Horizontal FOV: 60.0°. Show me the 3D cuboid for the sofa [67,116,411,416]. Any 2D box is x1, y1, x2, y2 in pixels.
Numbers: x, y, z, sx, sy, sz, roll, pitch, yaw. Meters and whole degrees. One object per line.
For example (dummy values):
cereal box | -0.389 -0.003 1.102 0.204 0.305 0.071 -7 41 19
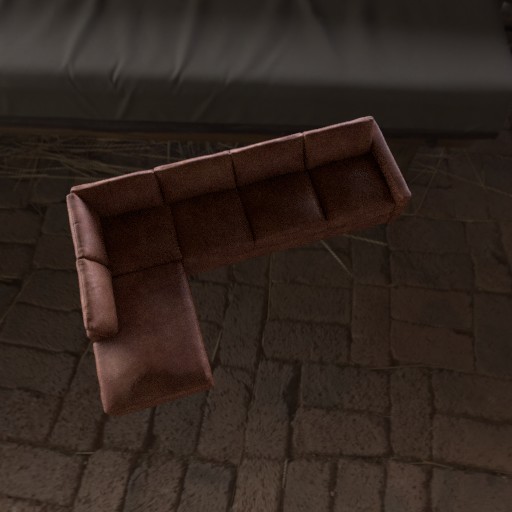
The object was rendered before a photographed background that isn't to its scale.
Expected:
sofa | 0.000 0.000 3.945 2.984 0.877 1.938 -15 68 -6
